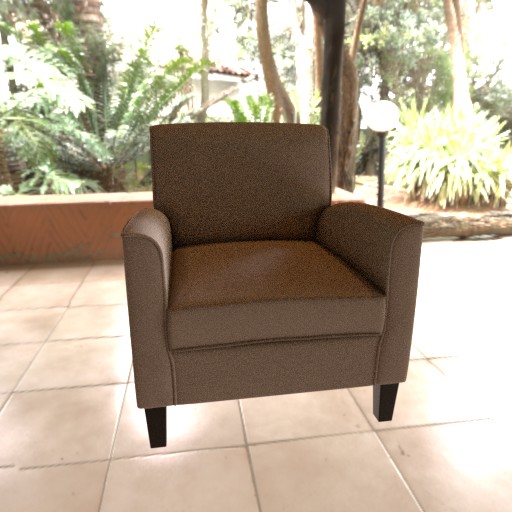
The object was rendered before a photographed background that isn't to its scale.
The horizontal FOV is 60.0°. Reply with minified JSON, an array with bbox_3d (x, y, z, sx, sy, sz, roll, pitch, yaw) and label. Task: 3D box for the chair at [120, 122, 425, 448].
[{"bbox_3d":[0.000,0.000,1.571,0.820,0.915,0.820,-3,17,-9],"label":"chair"}]
